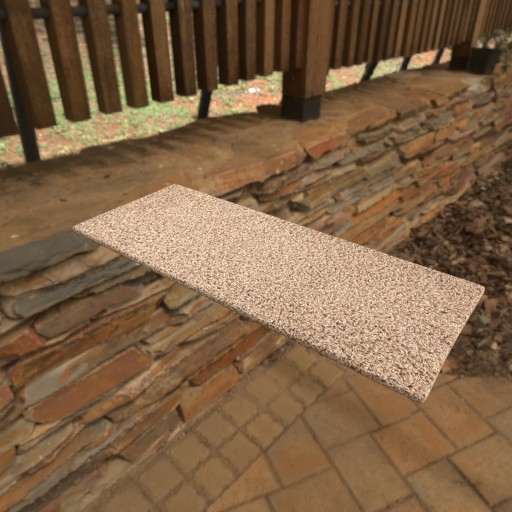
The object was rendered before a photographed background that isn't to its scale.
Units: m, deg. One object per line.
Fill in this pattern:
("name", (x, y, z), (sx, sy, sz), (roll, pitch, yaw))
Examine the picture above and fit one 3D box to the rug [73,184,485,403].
("rug", (0.000, 0.000, 1.713), (1.524, 0.030, 0.609), (22, 38, 31))
